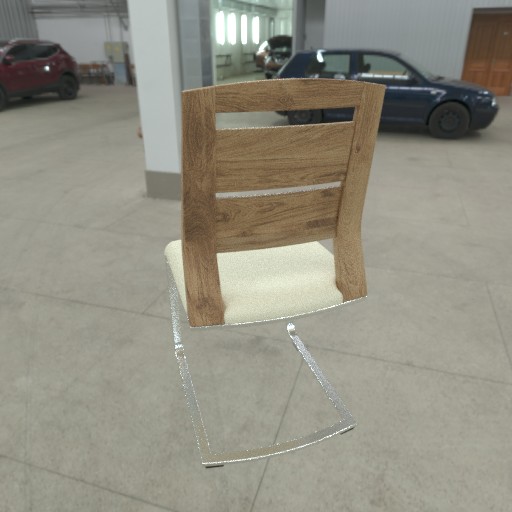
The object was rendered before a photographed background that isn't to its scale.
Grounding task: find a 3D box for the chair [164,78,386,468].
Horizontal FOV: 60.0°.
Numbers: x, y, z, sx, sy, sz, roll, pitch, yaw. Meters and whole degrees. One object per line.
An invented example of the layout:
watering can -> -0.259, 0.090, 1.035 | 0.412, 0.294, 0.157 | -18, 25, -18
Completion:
chair -> 0.000, 0.000, 1.238 | 0.457, 0.955, 0.561 | -8, 27, -16
